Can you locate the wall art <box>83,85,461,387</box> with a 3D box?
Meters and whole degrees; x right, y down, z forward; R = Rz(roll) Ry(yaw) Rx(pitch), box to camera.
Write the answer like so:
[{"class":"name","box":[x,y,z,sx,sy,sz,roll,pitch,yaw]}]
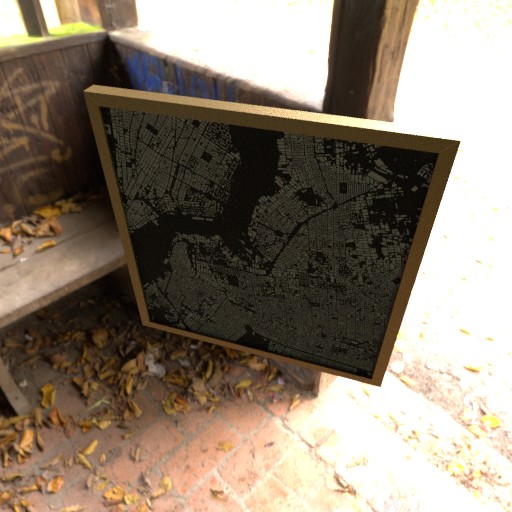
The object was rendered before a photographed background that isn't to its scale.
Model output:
[{"class":"wall art","box":[0.000,0.000,2.835,1.926,1.926,0.099,12,42,13]}]
